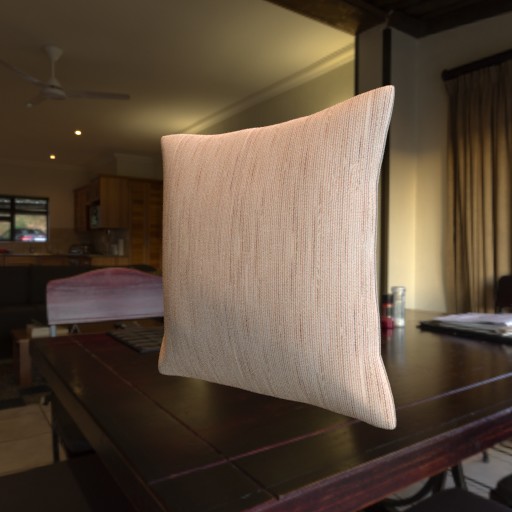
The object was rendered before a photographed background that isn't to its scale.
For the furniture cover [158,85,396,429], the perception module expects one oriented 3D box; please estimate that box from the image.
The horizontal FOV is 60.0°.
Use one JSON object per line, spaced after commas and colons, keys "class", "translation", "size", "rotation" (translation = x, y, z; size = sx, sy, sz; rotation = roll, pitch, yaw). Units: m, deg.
{"class": "furniture cover", "translation": [0.000, 0.000, 0.798], "size": [0.512, 0.506, 0.178], "rotation": [1, 1, 37]}
